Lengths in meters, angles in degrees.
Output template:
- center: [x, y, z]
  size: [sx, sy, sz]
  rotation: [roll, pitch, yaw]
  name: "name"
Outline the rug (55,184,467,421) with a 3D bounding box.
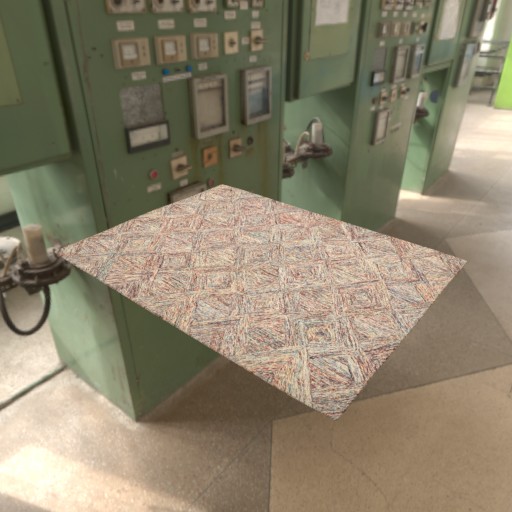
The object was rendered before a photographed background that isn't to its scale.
- center: [0.000, 0.000, 4.298]
  size: [3.226, 0.024, 2.436]
  rotation: [22, 37, 34]
  name: "rug"
